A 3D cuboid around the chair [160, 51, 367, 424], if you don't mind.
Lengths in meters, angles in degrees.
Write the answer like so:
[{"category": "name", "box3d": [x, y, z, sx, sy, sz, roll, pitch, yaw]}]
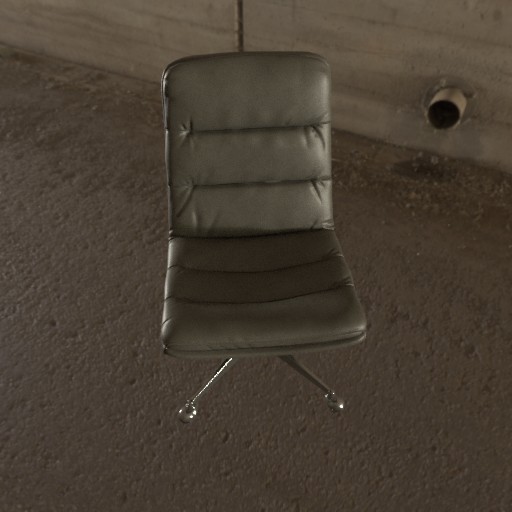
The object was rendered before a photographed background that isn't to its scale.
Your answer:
[{"category": "chair", "box3d": [0.000, 0.000, 1.005, 0.422, 0.738, 0.485, -4, 46, -4]}]
